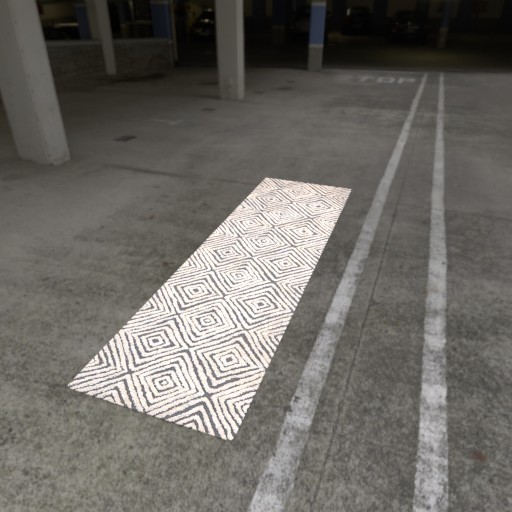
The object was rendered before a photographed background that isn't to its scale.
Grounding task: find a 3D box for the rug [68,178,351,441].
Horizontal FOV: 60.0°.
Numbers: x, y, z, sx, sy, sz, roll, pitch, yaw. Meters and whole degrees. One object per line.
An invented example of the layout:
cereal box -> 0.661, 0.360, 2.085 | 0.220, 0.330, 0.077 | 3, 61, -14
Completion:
rug -> 0.000, 0.000, 2.476 | 0.676, 0.008, 2.277 | 11, 33, 17
